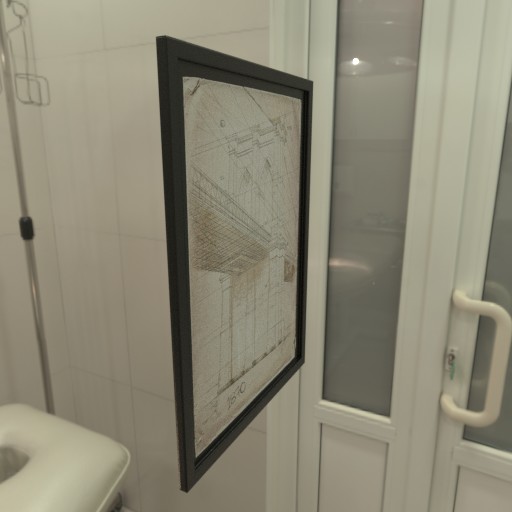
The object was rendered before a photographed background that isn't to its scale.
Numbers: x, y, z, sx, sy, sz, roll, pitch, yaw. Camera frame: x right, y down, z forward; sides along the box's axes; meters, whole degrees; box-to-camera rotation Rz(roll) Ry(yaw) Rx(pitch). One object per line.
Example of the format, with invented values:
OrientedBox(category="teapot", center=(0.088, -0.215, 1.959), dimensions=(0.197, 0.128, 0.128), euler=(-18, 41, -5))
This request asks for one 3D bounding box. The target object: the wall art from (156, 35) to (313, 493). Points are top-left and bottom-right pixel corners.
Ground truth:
OrientedBox(category="wall art", center=(0.000, 0.000, 0.820), dimensions=(0.016, 0.657, 0.480), euler=(8, 16, 28))
